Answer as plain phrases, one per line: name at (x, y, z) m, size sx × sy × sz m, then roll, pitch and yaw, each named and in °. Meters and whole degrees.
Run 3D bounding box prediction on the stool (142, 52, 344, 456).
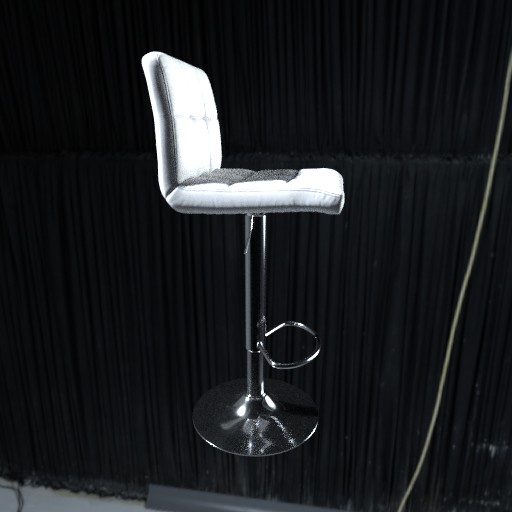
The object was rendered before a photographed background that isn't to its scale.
stool at (0.000, 0.000, 1.357) m, size 0.505 × 1.115 × 0.430 m, roll 3°, pitch 16°, yaw 10°
